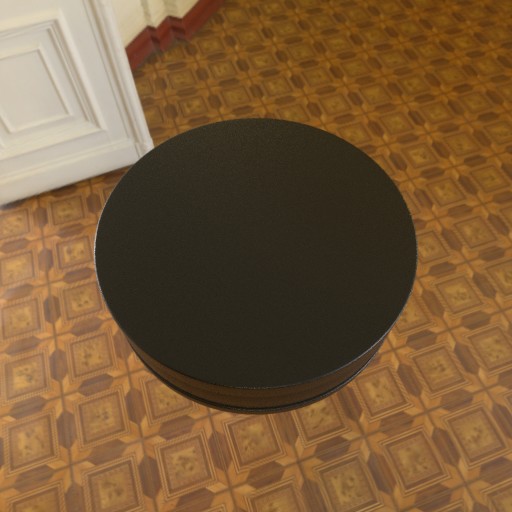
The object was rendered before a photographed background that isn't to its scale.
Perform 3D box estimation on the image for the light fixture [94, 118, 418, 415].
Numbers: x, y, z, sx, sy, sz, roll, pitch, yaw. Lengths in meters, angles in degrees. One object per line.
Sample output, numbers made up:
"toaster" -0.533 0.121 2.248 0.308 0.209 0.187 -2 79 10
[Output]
"light fixture" 0.000 0.000 0.430 0.283 0.097 0.283 0 59 0
